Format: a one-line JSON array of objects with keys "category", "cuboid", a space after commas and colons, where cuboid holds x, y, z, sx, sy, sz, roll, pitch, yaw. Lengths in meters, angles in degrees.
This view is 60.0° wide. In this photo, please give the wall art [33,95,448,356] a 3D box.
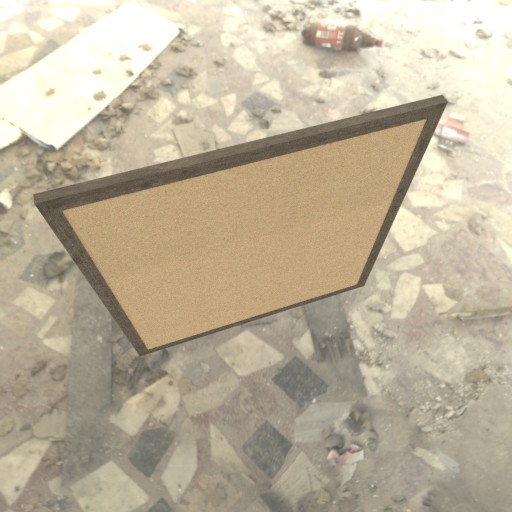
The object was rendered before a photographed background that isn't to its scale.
[{"category": "wall art", "cuboid": [0.000, 0.000, 0.665, 0.457, 0.457, 0.013, -16, 60, -10]}]
